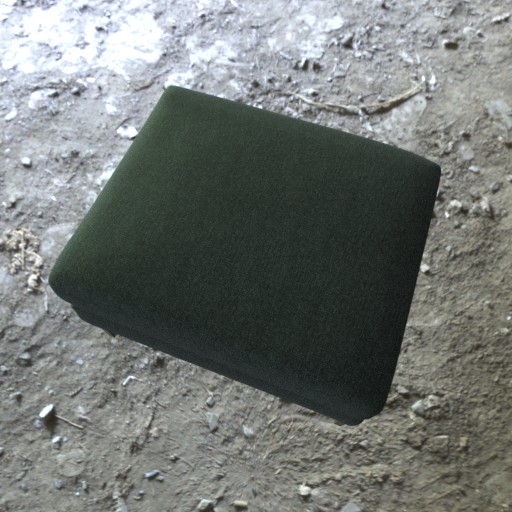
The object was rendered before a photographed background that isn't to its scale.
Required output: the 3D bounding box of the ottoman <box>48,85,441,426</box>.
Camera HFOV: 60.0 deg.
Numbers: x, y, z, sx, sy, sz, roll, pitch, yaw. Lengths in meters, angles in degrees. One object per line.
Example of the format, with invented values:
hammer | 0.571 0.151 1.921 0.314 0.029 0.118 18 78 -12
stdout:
ottoman | 0.000 0.000 1.293 0.831 0.533 0.695 19 65 9
